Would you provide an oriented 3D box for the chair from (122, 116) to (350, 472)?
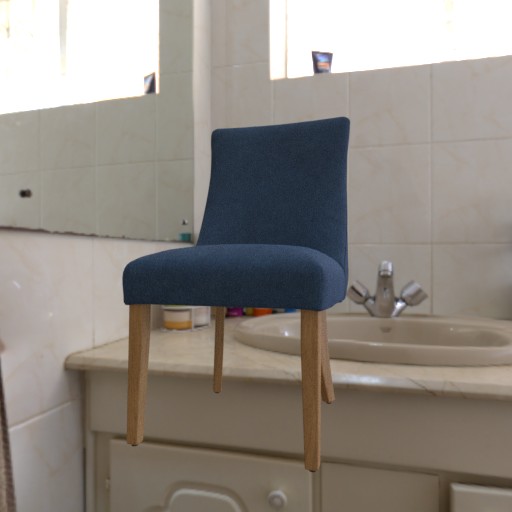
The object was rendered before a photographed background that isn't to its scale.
[{"bbox_3d":[0.000,0.000,1.252,0.495,0.902,0.609,0,-1,18],"label":"chair"}]
